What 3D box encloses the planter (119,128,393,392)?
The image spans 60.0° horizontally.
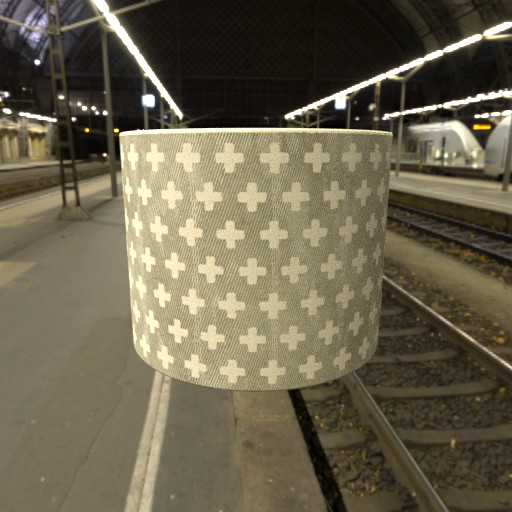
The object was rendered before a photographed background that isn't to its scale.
[{"bbox_3d":[0.000,0.000,0.451,0.250,0.239,0.250,0,13,0],"label":"planter"}]
